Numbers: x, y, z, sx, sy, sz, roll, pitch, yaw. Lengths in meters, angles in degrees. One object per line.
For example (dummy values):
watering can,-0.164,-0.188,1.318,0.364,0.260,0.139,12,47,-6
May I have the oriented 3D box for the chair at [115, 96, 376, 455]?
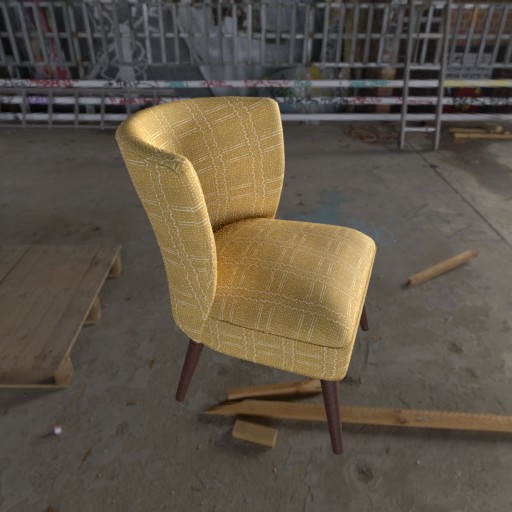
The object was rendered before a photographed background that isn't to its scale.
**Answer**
chair,0.000,0.000,1.428,0.758,0.866,0.706,11,33,17
